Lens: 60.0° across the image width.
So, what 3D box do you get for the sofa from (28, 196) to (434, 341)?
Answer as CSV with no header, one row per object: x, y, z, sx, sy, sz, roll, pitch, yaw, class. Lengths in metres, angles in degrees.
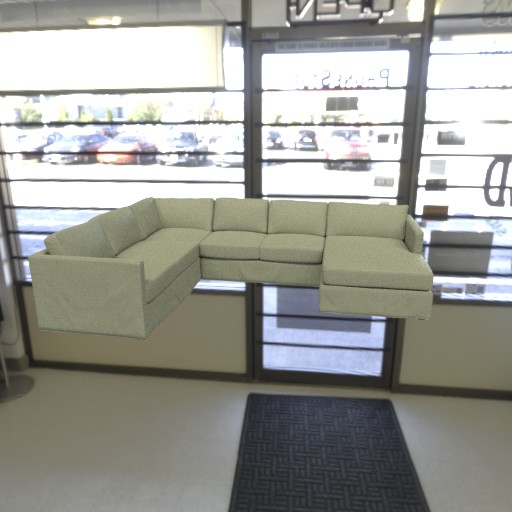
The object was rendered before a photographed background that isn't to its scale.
0.000,0.000,4.613,3.460,0.882,2.427,3,17,10,sofa
